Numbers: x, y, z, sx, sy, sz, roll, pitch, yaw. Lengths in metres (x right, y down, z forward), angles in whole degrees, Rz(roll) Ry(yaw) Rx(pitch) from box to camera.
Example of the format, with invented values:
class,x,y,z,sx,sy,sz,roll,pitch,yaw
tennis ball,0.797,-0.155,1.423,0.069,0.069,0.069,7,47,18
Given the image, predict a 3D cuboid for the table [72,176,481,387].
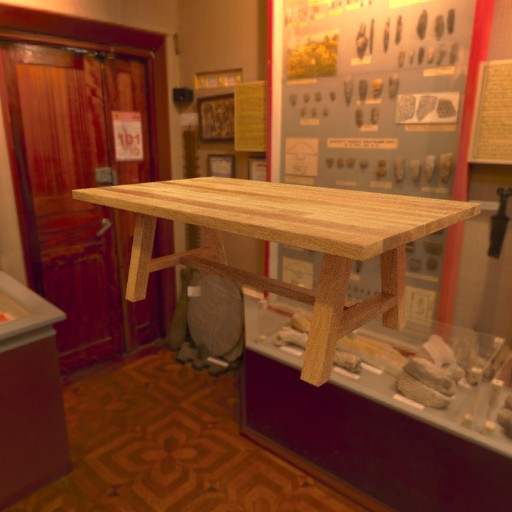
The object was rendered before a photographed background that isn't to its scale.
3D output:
class,x,y,z,sx,sy,sz,roll,pitch,yaw
table,0.000,0.000,1.683,1.320,0.455,0.760,14,21,41
